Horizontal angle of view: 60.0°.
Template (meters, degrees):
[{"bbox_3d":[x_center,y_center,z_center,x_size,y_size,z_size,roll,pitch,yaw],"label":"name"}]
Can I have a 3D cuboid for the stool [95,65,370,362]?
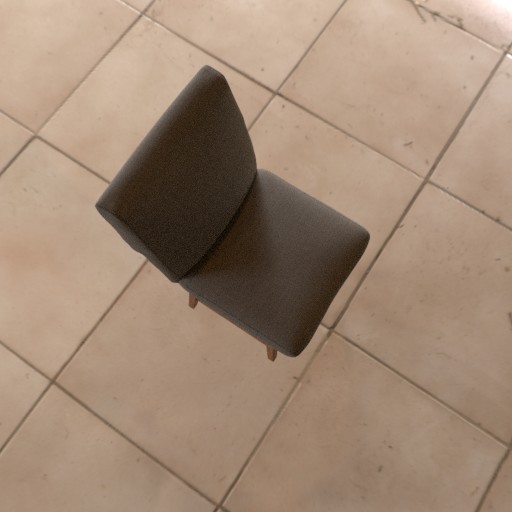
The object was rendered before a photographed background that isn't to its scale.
[{"bbox_3d":[0.000,0.000,1.460,0.570,1.112,0.483,32,78,8],"label":"stool"}]
